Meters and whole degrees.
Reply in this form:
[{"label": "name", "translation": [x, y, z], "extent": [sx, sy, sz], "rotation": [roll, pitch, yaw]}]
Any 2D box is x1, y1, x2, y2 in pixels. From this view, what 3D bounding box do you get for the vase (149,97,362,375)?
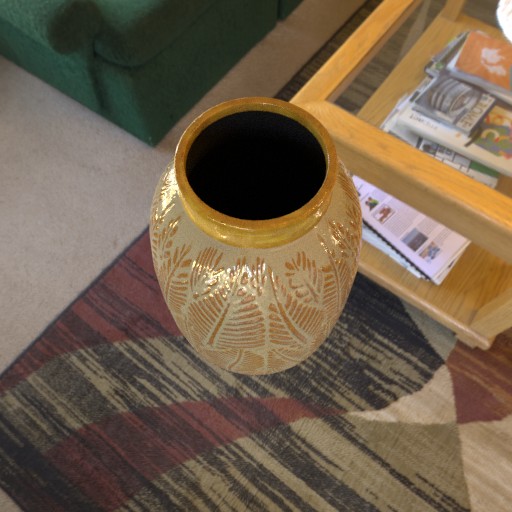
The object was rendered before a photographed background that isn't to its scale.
[{"label": "vase", "translation": [0.000, 0.000, 0.381], "extent": [0.172, 0.270, 0.172], "rotation": [0, 65, 0]}]
